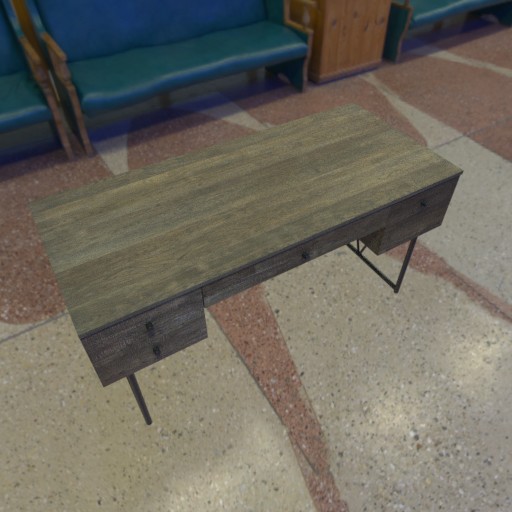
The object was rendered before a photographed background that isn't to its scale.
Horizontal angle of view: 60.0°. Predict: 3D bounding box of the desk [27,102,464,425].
[{"bbox_3d":[0.000,0.000,2.039,1.600,0.780,0.730,-23,50,-21],"label":"desk"}]
